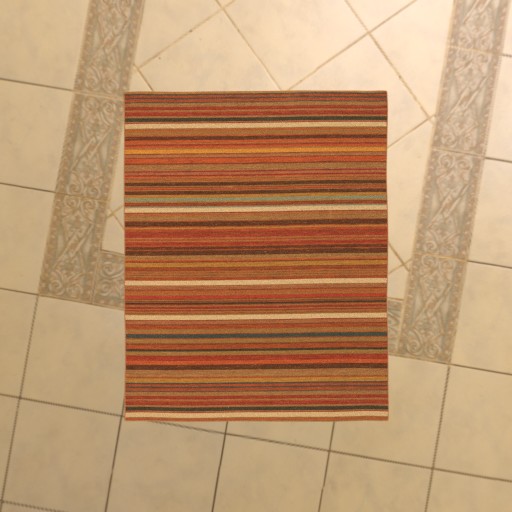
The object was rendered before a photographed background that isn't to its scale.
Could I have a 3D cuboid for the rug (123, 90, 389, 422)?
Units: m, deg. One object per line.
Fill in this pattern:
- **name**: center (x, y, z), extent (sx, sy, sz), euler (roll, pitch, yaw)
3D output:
- **rug**: center (0.000, 0.000, 4.136), extent (2.479, 0.023, 3.092), euler (0, 90, 0)
